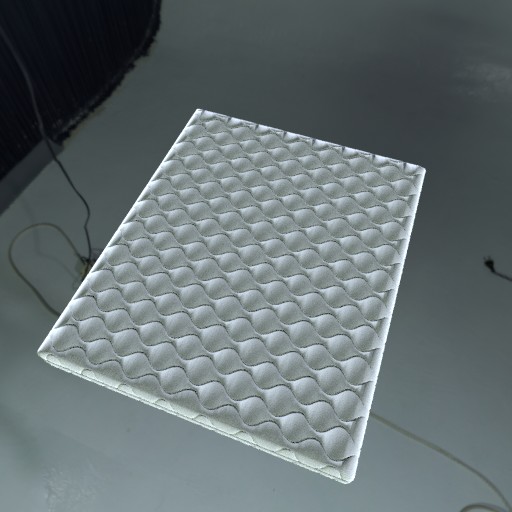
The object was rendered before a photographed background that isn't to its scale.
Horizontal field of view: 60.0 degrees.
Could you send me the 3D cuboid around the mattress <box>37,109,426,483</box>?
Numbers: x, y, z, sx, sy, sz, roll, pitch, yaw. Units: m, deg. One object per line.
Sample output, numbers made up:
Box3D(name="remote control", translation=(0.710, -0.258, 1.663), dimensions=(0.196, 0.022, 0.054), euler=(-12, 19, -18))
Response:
Box3D(name="mattress", translation=(0.000, 0.000, 2.547), dimensions=(1.600, 0.200, 1.900), euler=(18, 60, 11))
